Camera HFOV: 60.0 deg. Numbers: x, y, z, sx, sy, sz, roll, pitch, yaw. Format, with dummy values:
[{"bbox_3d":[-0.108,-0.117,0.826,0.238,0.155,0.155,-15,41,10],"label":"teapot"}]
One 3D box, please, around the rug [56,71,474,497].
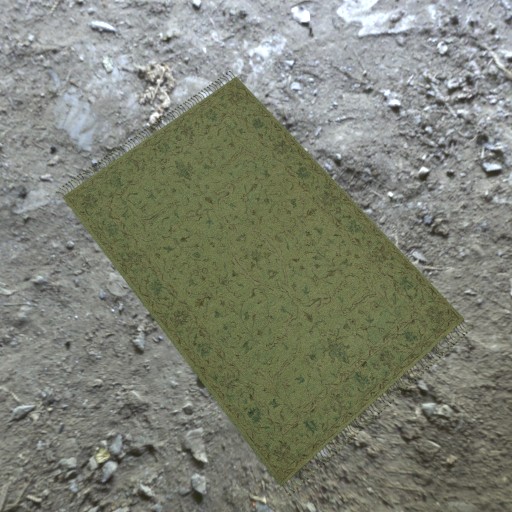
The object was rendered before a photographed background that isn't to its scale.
[{"bbox_3d":[0.000,0.000,2.885,1.544,0.010,2.435,-38,78,-10],"label":"rug"}]
